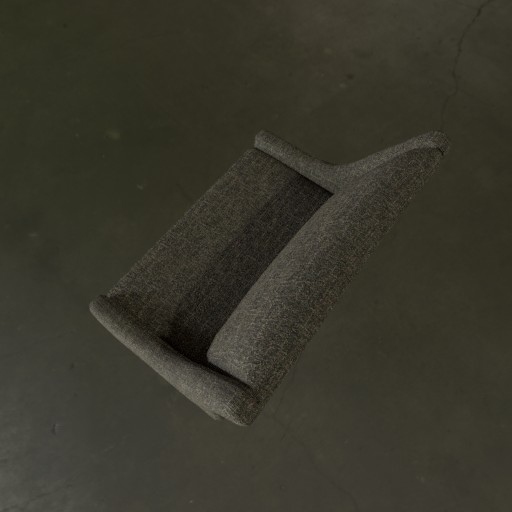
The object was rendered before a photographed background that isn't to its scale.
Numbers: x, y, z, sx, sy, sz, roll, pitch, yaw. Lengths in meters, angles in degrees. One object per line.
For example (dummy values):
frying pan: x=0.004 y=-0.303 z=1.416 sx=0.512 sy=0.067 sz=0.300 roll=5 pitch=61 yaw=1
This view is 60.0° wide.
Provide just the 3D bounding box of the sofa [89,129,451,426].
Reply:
sofa: x=0.000 y=0.000 z=1.921 sx=0.870 sy=1.021 sz=1.242 roll=34 pitch=68 yaw=16
